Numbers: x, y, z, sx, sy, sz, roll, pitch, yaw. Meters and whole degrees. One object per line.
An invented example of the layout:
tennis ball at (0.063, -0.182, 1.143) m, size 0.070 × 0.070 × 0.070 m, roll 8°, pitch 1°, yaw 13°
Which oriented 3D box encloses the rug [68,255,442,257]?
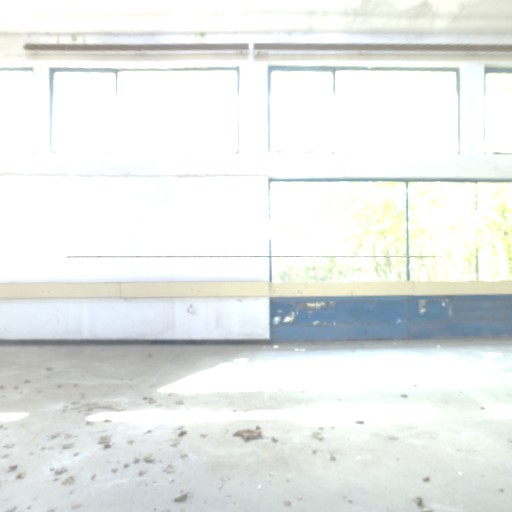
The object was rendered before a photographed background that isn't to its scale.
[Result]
rug at (0.000, 0.000, 3.008) m, size 1.524 × 0.005 × 2.439 m, roll 0°, pitch 0°, yaw 0°
